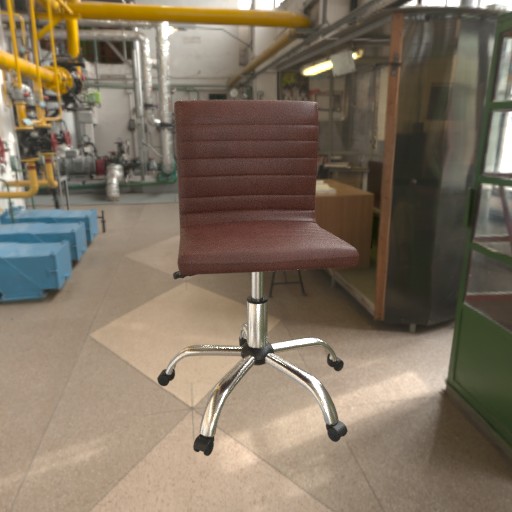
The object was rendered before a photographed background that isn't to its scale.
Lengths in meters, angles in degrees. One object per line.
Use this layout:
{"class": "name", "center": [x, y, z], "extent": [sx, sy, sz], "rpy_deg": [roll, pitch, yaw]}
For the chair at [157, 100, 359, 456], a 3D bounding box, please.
{"class": "chair", "center": [0.000, 0.000, 1.152], "extent": [0.556, 0.780, 0.530], "rpy_deg": [-2, 17, -8]}
